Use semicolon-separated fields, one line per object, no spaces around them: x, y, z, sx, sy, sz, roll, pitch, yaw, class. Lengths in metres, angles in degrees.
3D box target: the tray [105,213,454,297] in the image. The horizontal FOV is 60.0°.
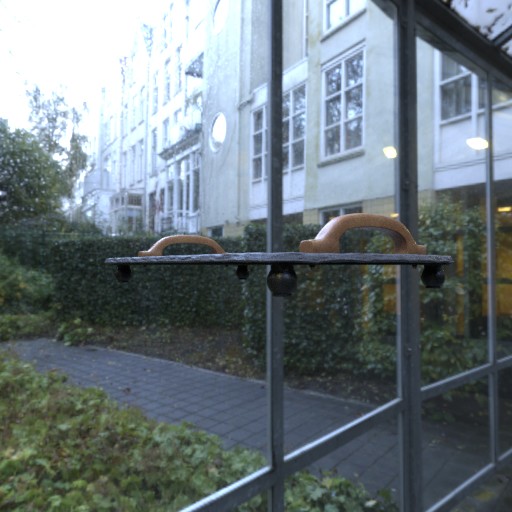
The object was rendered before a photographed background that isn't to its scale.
0.000;0.000;0.480;0.231;0.062;0.387;1;-2;-36;tray
